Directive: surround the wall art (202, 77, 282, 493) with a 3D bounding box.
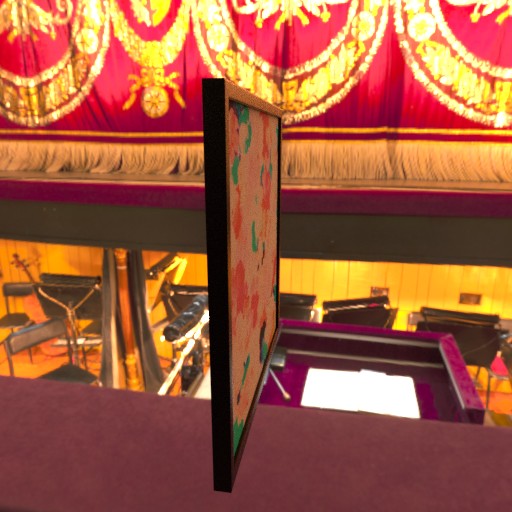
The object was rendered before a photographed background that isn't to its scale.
[{"bbox_3d":[0.000,0.000,1.128,0.036,0.755,0.756,3,15,10],"label":"wall art"}]
